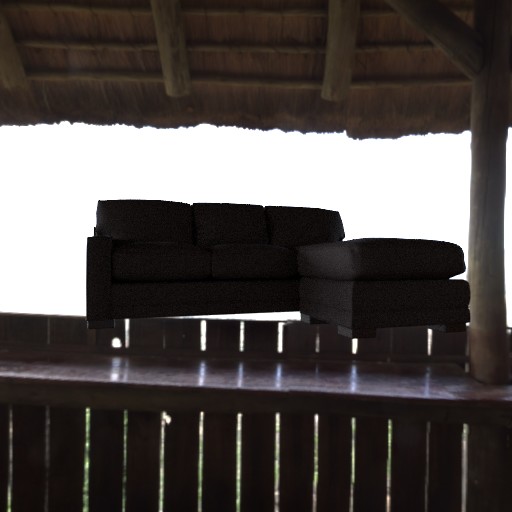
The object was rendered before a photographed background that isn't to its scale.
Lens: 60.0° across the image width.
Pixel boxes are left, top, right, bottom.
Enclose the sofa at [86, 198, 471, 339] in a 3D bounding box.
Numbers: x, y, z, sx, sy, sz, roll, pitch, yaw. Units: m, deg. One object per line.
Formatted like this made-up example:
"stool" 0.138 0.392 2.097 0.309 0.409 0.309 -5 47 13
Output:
"sofa" 0.000 0.000 3.303 2.370 0.973 1.790 0 0 -18
